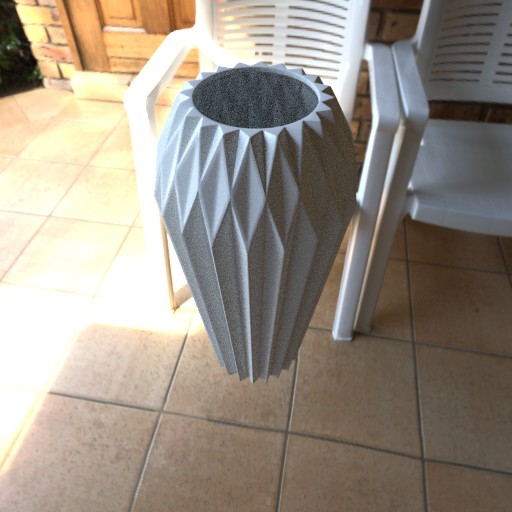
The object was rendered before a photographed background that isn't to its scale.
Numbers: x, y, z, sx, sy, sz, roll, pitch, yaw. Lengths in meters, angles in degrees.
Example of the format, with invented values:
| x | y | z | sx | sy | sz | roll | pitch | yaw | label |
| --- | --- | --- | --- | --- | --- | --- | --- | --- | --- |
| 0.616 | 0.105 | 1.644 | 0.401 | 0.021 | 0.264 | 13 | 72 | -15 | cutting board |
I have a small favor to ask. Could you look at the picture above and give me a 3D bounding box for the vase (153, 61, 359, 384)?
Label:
| x | y | z | sx | sy | sz | roll | pitch | yaw | label |
| --- | --- | --- | --- | --- | --- | --- | --- | --- | --- |
| 0.000 | 0.000 | 0.343 | 0.133 | 0.263 | 0.133 | 0 | 47 | 0 | vase |
